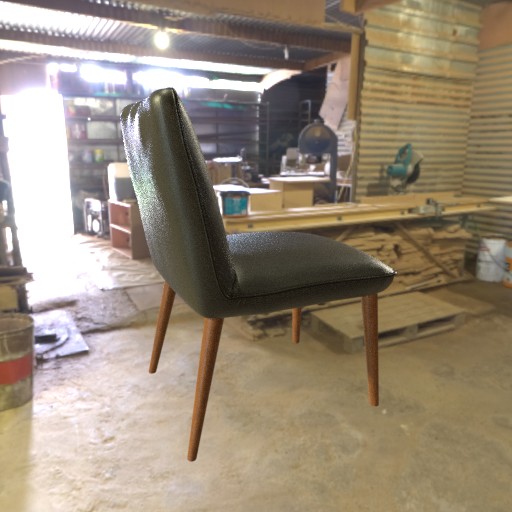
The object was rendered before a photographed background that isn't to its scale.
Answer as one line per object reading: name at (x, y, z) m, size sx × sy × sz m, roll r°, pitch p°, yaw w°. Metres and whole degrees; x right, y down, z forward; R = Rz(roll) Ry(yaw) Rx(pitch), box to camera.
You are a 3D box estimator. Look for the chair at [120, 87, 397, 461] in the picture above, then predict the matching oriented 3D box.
chair at (0.000, 0.000, 1.215) m, size 0.645 × 0.801 × 0.543 m, roll -8°, pitch 16°, yaw -28°
